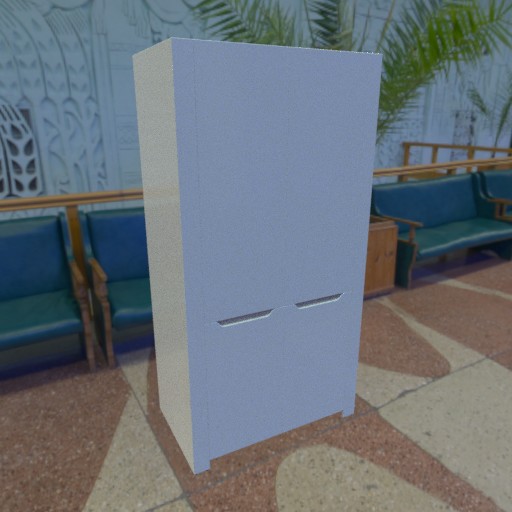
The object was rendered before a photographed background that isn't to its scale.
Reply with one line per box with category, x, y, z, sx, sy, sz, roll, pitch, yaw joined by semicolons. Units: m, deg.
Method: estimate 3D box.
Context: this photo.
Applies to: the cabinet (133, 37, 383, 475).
cabinet;0.000;0.000;2.308;0.980;1.920;0.580;-9;20;-26
